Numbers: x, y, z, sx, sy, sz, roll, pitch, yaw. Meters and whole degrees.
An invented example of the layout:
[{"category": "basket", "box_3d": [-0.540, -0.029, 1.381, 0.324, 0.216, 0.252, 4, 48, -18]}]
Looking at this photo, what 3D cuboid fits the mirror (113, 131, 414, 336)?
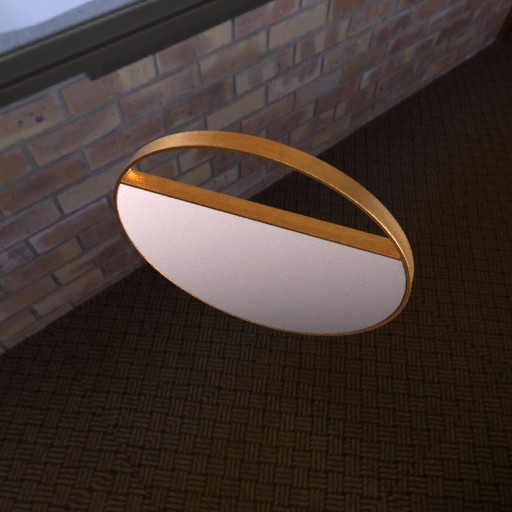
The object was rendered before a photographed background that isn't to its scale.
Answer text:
[{"category": "mirror", "box_3d": [0.000, 0.000, 0.841, 0.565, 0.565, 0.032, 16, 59, 10]}]
